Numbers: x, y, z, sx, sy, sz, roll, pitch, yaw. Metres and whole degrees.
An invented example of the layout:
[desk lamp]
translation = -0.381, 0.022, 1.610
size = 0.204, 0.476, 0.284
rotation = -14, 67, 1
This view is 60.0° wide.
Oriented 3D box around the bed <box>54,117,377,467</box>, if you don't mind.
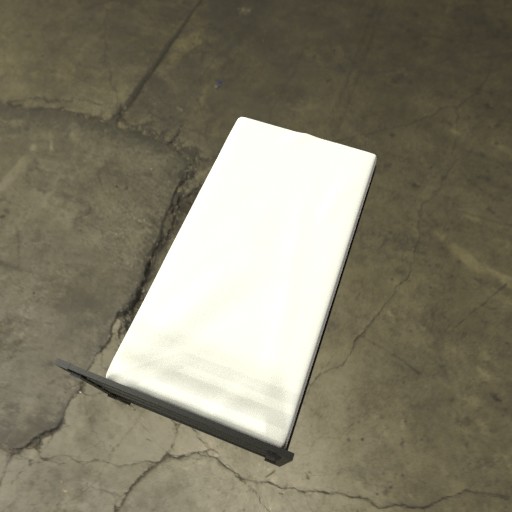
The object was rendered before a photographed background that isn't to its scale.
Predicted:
[bed]
translation = 0.000, 0.000, 2.502
size = 0.991, 0.967, 1.930
rotation = 18, 65, 9
